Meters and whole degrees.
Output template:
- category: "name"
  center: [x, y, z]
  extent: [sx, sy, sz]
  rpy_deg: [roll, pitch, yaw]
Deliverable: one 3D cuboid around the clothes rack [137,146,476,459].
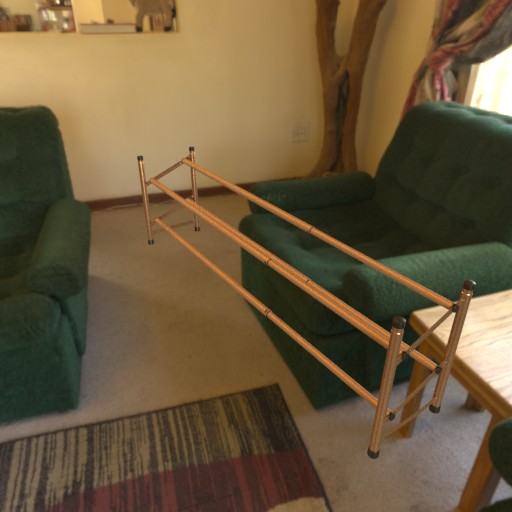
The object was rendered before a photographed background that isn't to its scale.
- category: "clothes rack"
  center: [0.000, 0.000, 1.294]
  extent: [0.229, 0.349, 1.168]
  rpy_deg: [-19, 34, -30]
